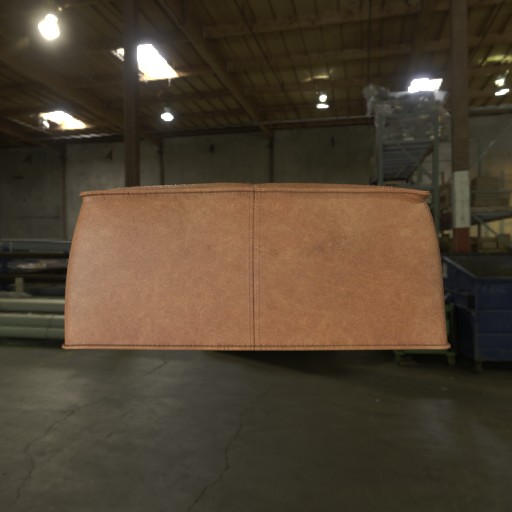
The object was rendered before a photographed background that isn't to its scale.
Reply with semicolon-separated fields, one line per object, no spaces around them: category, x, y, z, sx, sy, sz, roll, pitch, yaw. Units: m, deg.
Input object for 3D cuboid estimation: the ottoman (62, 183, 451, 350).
ottoman;0.000;0.000;1.387;0.901;0.395;0.902;0;1;0
